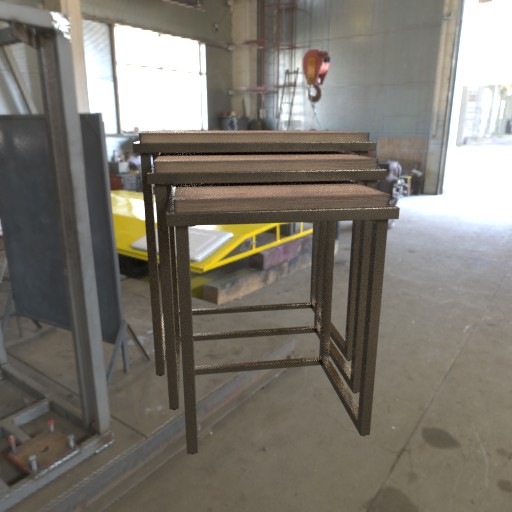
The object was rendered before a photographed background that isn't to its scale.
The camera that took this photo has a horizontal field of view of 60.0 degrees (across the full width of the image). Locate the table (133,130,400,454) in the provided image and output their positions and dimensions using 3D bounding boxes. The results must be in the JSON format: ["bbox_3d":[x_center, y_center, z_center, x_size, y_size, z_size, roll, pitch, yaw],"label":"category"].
[{"bbox_3d":[0.000,0.000,1.135,0.559,0.610,0.706,-2,17,-8],"label":"table"}]
